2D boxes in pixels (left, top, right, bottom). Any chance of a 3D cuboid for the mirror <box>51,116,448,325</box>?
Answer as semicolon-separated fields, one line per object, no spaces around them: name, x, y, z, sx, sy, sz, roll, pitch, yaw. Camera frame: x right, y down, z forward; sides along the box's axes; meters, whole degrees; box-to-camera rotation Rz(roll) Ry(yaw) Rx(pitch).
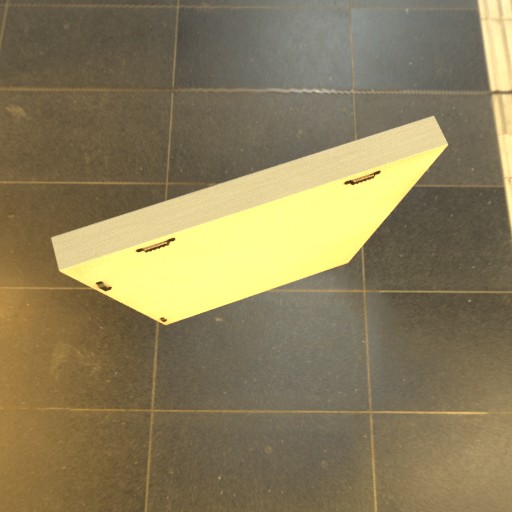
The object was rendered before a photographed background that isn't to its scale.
mirror;0.000;0.000;0.686;0.406;0.509;0.041;-18;76;-5
